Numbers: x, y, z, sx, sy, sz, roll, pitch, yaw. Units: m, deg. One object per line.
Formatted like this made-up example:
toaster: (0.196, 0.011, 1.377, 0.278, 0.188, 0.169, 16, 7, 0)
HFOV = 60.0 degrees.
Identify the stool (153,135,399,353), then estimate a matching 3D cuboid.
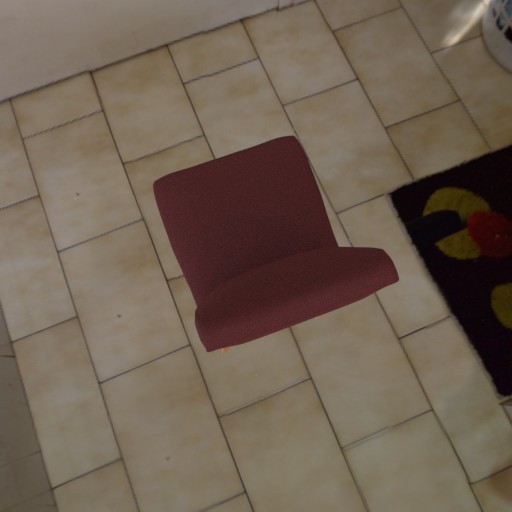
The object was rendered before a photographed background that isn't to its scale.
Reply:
stool: (0.000, 0.000, 1.419, 0.468, 1.093, 0.562, -20, 76, -5)
